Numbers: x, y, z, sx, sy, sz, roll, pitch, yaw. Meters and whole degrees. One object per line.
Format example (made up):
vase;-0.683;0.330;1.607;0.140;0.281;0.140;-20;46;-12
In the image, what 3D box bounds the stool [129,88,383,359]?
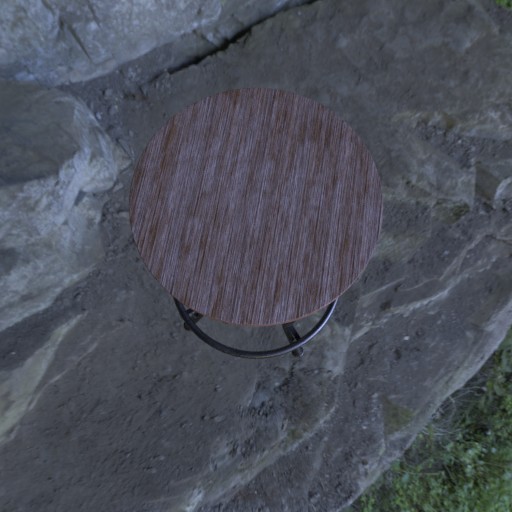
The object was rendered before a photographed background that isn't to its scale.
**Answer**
stool;0.000;0.000;0.902;0.439;0.609;0.439;-31;77;-8
